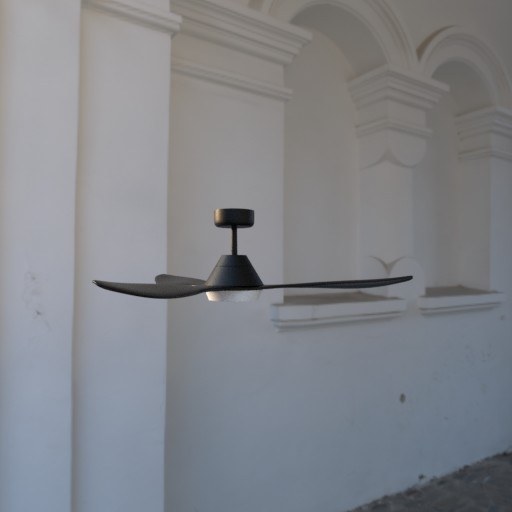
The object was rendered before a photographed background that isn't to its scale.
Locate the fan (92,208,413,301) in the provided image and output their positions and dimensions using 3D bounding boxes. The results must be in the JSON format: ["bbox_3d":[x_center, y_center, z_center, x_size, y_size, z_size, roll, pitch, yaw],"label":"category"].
[{"bbox_3d":[0.000,0.000,1.607,1.067,0.305,1.067,1,-2,-18],"label":"fan"}]
